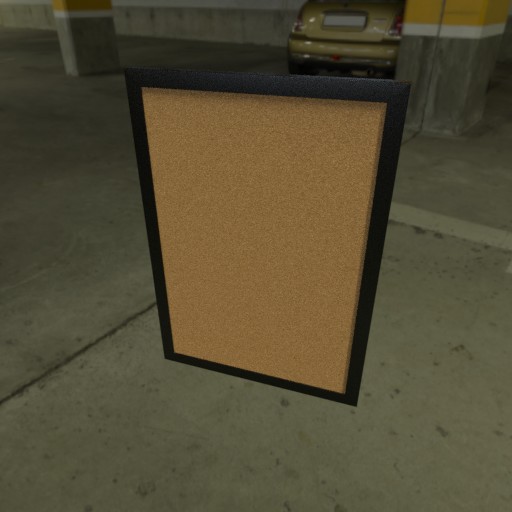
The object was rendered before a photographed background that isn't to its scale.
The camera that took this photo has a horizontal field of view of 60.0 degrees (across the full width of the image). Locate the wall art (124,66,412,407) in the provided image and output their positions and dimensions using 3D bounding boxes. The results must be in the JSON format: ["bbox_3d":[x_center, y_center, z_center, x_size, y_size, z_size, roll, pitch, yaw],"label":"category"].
[{"bbox_3d":[0.000,0.000,0.562,0.304,0.432,0.013,10,32,16],"label":"wall art"}]
